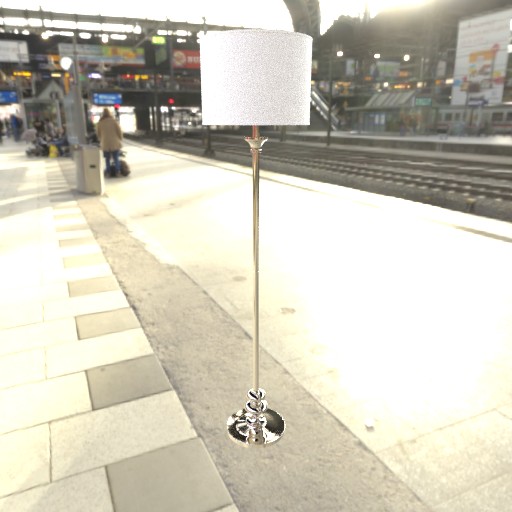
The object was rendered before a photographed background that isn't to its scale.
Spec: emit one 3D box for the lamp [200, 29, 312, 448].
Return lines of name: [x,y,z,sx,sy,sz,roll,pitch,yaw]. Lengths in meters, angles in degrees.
lamp: [0.000,0.000,1.618,0.356,1.487,0.356,-9,19,-26]
